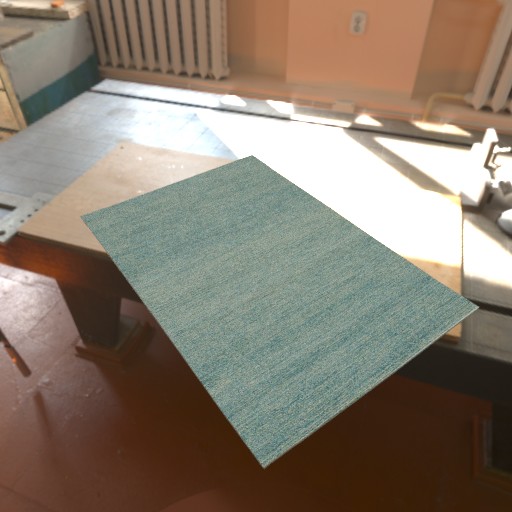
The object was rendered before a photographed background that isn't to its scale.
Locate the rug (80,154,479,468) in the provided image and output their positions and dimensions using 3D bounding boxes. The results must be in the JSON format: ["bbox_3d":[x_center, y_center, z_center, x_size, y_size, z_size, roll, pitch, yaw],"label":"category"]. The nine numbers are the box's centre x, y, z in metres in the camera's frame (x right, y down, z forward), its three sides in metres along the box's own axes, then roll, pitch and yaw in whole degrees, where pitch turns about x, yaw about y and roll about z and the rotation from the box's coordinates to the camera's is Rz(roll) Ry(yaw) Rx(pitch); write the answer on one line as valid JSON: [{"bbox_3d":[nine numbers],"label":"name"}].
[{"bbox_3d":[0.000,0.000,2.962,1.593,0.029,2.305,-25,47,-26],"label":"rug"}]
